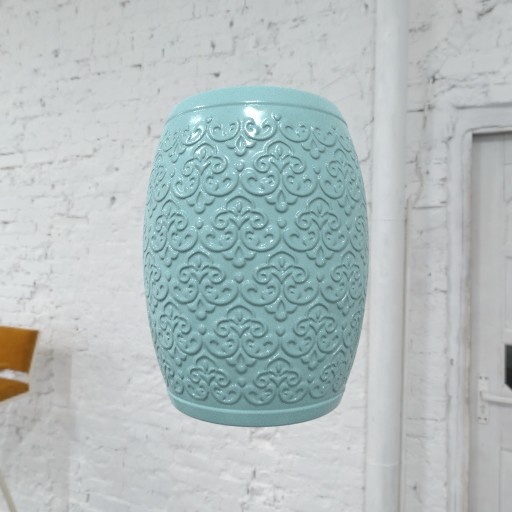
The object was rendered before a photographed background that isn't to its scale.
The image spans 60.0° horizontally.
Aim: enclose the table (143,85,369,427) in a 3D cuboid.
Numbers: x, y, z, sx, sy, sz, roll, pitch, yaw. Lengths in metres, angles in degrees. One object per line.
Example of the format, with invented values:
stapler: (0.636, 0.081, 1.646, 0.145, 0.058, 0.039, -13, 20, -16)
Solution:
table: (0.000, 0.000, 0.624, 0.309, 0.397, 0.309, 0, 0, 0)
